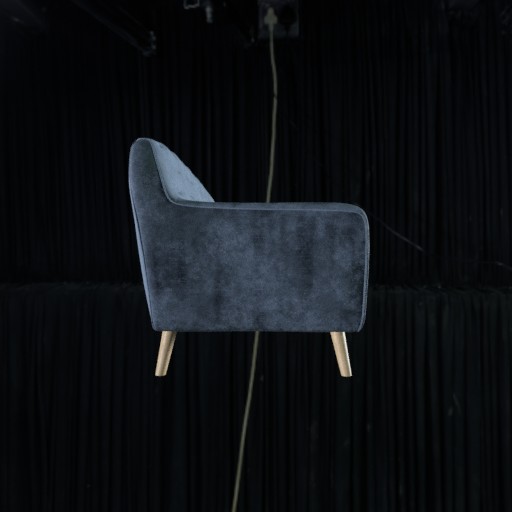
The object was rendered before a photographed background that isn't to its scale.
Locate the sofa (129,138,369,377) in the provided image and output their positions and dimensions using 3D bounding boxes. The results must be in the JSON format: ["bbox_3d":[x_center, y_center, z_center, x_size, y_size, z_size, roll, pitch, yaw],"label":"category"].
[{"bbox_3d":[0.000,0.000,2.412,0.841,0.832,1.975,0,0,1],"label":"sofa"}]
